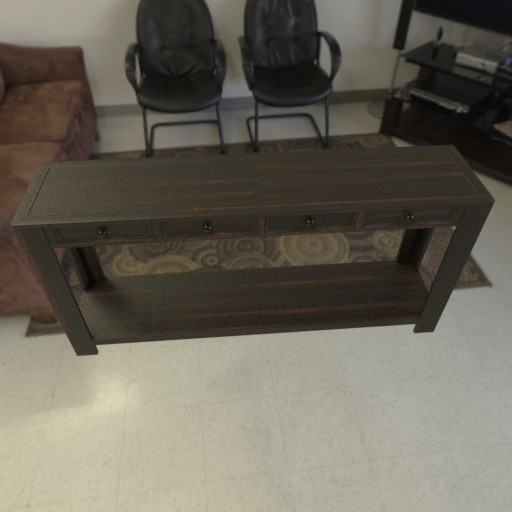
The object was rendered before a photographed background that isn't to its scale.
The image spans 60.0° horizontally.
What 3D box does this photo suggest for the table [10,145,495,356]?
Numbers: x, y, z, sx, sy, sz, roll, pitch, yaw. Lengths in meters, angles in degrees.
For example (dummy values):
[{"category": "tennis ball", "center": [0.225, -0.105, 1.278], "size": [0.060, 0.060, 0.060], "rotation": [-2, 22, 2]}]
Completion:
[{"category": "table", "center": [0.000, 0.000, 1.877], "size": [1.631, 0.762, 0.384], "rotation": [-3, 44, -3]}]
